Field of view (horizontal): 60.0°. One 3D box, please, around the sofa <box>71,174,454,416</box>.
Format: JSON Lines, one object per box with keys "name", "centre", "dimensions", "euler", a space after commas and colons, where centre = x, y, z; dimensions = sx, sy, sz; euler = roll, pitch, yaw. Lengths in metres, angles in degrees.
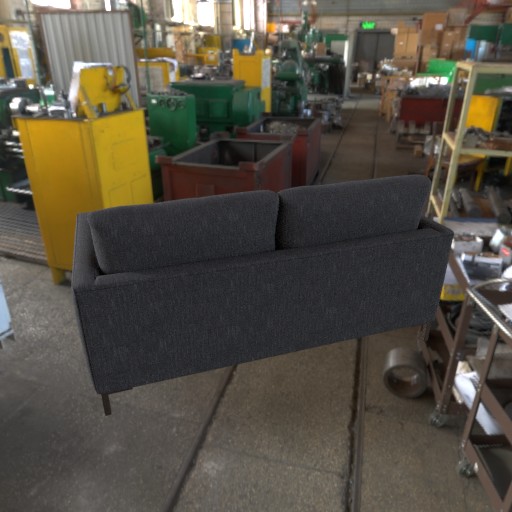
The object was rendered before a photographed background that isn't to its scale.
{"name": "sofa", "centre": [0.000, 0.000, 2.277], "dimensions": [1.716, 0.862, 0.866], "euler": [-8, 27, -17]}
